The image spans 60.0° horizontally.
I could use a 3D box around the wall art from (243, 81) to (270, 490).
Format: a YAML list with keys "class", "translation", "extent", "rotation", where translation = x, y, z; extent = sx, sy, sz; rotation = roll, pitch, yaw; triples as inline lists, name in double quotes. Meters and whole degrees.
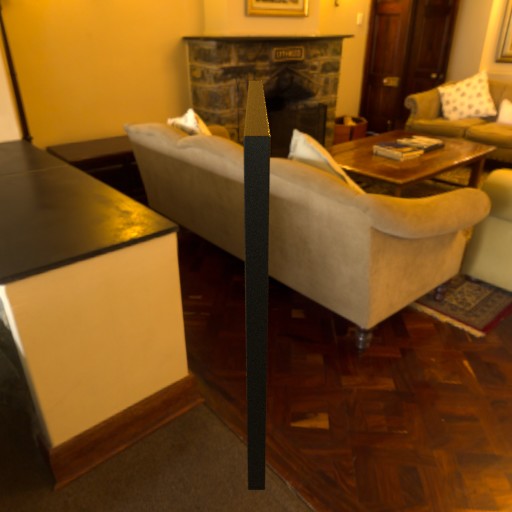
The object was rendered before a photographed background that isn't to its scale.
- class: "wall art"
  translation: [0.000, 0.000, 1.128]
  extent: [0.038, 0.761, 0.755]
  rotation: [0, 27, 0]
